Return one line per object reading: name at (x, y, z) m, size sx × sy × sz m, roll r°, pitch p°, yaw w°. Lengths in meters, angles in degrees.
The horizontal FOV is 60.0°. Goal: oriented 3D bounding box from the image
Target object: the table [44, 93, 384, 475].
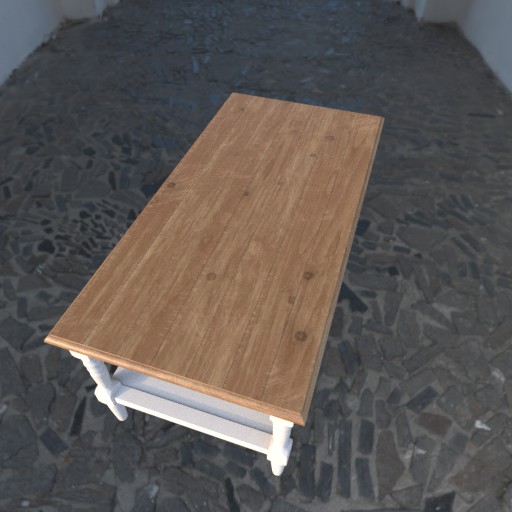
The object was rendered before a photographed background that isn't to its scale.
table at (0.000, 0.000, 1.382) m, size 0.559 × 0.458 × 1.118 m, roll 14°, pitch 49°, yaw 12°
